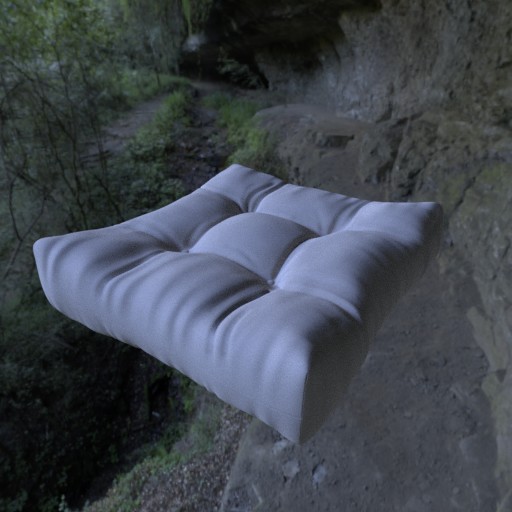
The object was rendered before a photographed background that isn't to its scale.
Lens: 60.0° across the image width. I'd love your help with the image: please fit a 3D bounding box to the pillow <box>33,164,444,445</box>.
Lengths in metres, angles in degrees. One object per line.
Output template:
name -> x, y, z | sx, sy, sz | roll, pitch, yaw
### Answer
pillow -> 0.000, 0.000, 0.702 | 0.468, 0.128, 0.490 | 18, 33, 30
